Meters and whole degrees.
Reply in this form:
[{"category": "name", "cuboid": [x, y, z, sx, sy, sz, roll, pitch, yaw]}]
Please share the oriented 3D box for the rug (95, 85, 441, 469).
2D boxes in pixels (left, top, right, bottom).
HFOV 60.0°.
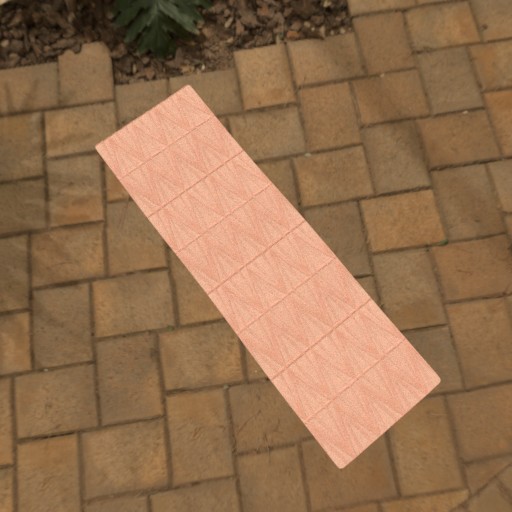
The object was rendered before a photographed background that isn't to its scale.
[{"category": "rug", "cuboid": [0.000, 0.000, 2.670, 0.760, 0.015, 2.435, -37, 78, -9]}]
